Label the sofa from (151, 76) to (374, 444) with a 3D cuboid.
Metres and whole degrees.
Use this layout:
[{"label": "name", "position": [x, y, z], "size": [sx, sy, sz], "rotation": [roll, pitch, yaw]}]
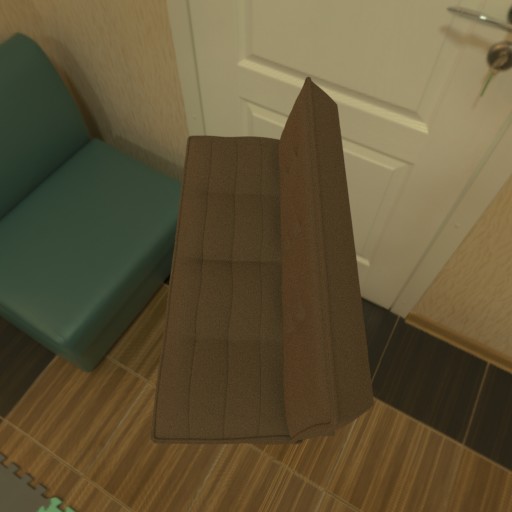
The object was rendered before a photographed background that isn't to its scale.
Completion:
[{"label": "sofa", "position": [0.000, 0.000, 2.463], "size": [0.950, 0.890, 1.940], "rotation": [1, 59, 0]}]
